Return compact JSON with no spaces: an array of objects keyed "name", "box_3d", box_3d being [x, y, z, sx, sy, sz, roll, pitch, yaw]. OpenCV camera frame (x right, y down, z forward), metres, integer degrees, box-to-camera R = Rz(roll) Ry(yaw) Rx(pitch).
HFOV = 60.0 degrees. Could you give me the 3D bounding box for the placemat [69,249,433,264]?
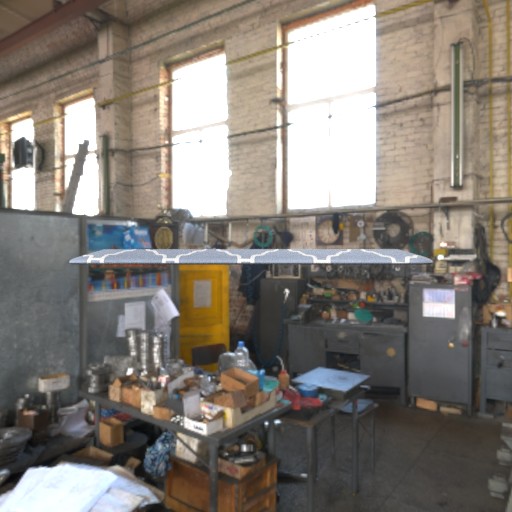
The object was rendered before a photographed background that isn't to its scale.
[{"name":"placemat","box_3d":[0.000,0.000,0.967,0.508,0.021,0.762,0,0,1]}]
